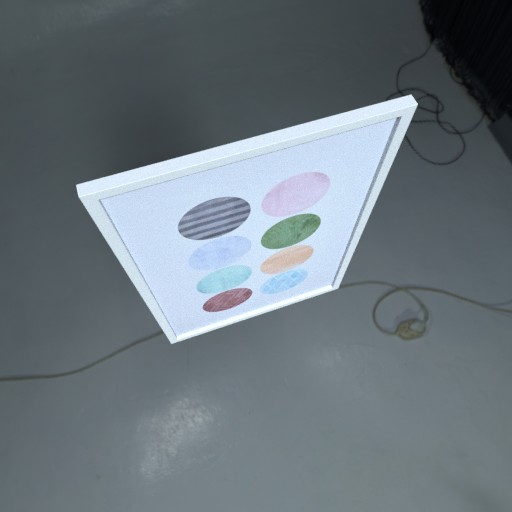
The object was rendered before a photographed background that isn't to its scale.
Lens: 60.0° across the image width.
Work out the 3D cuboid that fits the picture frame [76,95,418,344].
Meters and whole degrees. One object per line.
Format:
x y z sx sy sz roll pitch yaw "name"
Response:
0.000 0.000 0.574 0.305 0.434 0.013 -17 65 -8 "picture frame"
